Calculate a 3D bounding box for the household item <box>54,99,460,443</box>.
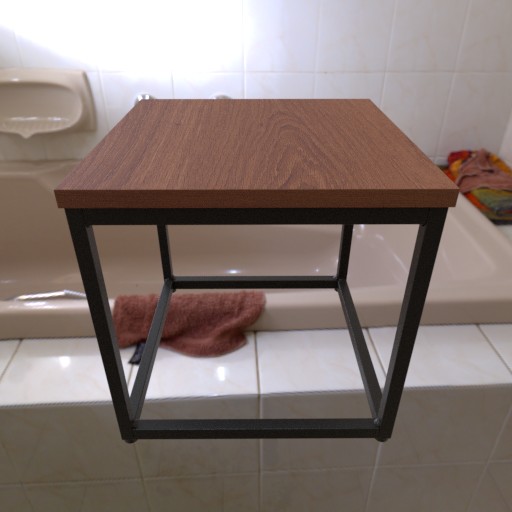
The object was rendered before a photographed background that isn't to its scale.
[{"bbox_3d":[0.000,0.000,0.711,0.400,0.400,0.400,0,32,0],"label":"household item"}]
